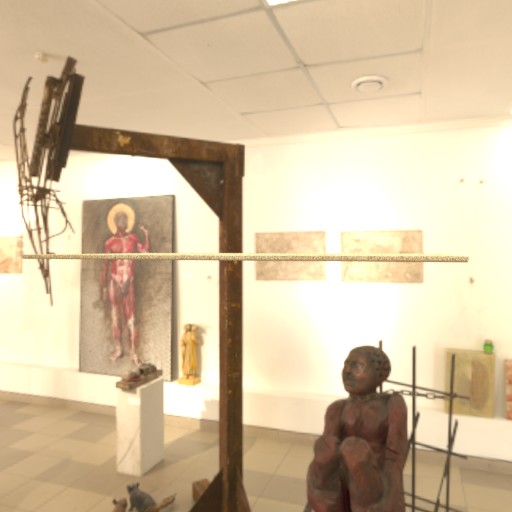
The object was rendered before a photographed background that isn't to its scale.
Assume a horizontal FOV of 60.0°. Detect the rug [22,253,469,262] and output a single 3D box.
[{"bbox_3d":[0.000,0.000,2.886,2.346,0.025,1.500,0,1,19],"label":"rug"}]
